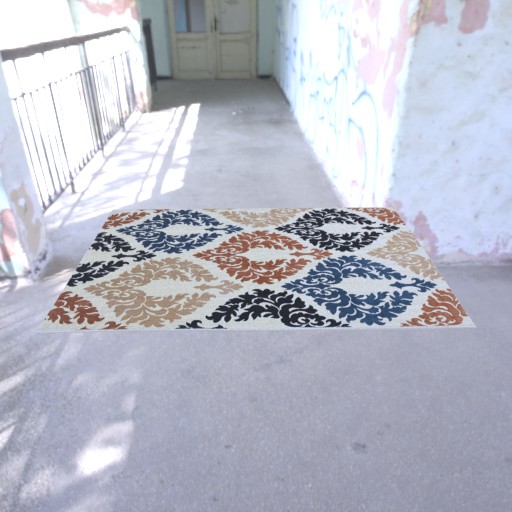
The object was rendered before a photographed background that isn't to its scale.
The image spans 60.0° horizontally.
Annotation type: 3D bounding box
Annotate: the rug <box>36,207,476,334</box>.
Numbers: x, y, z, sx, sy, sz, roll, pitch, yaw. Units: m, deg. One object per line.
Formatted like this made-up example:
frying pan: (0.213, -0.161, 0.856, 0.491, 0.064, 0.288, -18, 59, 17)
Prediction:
rug: (0.000, 0.000, 2.927, 2.275, 0.014, 1.514, -1, 30, -1)
